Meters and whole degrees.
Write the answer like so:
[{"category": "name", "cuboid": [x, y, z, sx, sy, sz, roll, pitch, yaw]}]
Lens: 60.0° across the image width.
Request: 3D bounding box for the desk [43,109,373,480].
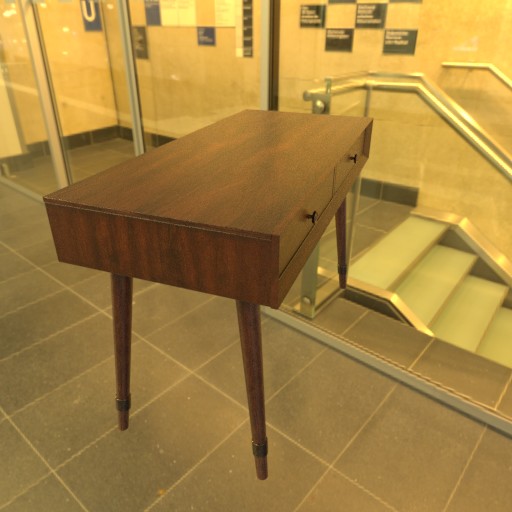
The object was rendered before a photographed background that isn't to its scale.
[{"category": "desk", "cuboid": [0.000, 0.000, 2.073, 0.734, 1.031, 1.577, 10, 30, 19]}]
